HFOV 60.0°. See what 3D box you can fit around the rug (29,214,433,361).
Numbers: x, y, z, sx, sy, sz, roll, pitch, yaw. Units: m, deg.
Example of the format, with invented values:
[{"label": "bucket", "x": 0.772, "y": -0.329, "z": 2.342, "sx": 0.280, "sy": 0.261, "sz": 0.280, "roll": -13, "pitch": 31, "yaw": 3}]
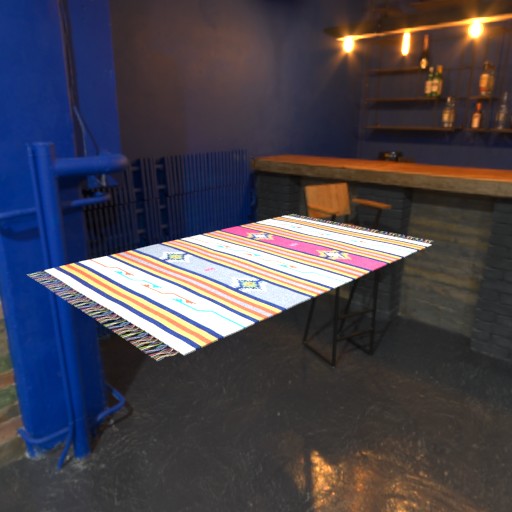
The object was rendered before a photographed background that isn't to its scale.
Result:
[{"label": "rug", "x": 0.000, "y": 0.000, "z": 2.256, "sx": 1.084, "sy": 0.013, "sz": 1.849, "roll": 17, "pitch": 24, "yaw": 42}]
